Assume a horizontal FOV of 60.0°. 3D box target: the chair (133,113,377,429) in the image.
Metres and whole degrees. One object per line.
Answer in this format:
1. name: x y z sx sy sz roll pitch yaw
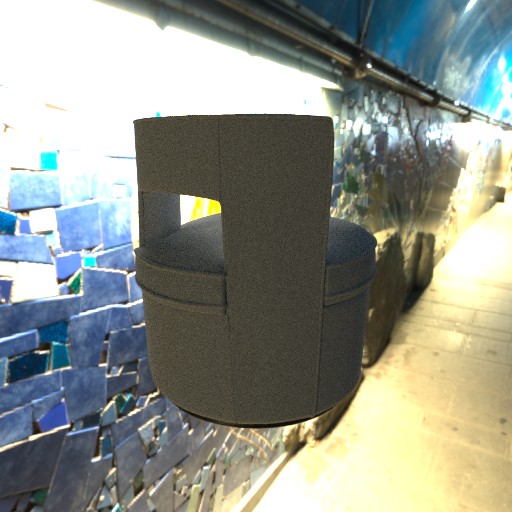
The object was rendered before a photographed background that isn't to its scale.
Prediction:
1. chair: 0.000 0.000 1.242 0.650 0.723 0.665 13 19 43
